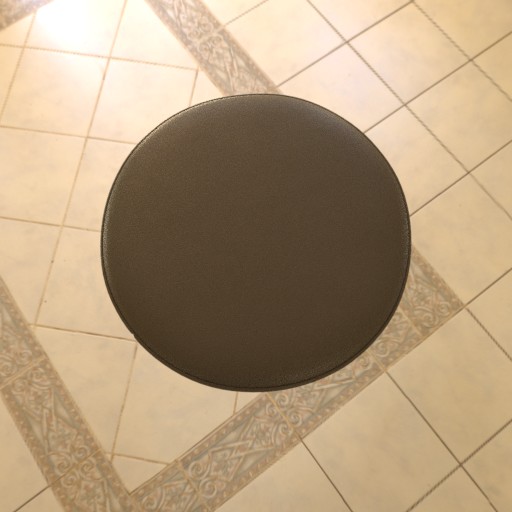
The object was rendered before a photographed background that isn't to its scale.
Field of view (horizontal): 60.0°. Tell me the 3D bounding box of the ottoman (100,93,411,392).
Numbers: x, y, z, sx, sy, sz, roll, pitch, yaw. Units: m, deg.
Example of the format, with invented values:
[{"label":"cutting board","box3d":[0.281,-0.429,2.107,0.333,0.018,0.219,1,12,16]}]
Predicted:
[{"label":"ottoman","box3d":[0.000,0.000,0.864,0.500,0.409,0.500,0,75,0]}]
